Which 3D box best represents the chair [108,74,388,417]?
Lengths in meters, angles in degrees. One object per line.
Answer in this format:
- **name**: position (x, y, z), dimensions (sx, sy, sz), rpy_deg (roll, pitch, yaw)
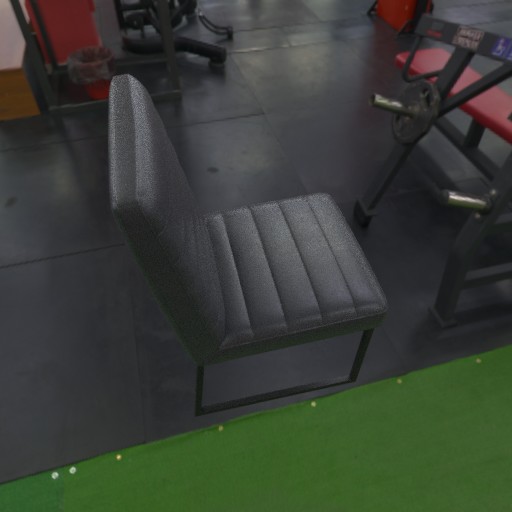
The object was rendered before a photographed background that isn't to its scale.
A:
- **chair**: position (0.000, 0.000, 1.290), dimensions (0.634, 0.930, 0.520), rpy_deg (-10, 48, -9)
